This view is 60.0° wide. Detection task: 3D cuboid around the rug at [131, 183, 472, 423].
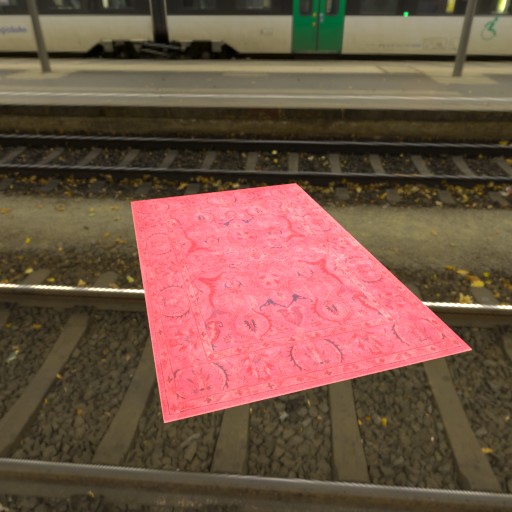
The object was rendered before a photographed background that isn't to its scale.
[{"bbox_3d":[0.000,0.000,3.038,1.534,0.010,2.423,-9,31,-15],"label":"rug"}]
